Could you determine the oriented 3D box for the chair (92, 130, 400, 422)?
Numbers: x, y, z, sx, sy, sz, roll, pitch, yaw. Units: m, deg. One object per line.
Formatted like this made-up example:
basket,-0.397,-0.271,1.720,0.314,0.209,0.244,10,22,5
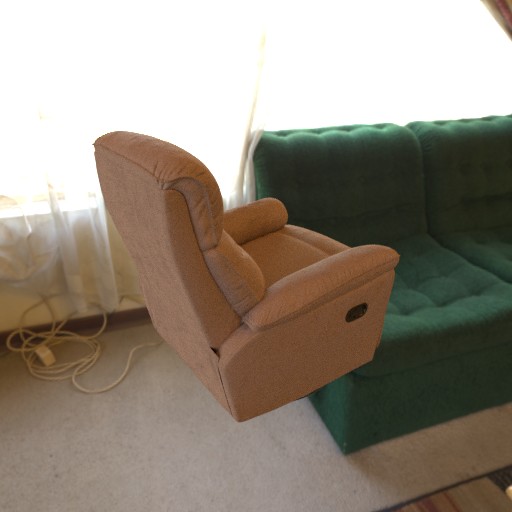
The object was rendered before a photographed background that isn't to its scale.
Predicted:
chair,0.000,0.000,1.782,1.004,1.037,0.820,-18,31,-32
